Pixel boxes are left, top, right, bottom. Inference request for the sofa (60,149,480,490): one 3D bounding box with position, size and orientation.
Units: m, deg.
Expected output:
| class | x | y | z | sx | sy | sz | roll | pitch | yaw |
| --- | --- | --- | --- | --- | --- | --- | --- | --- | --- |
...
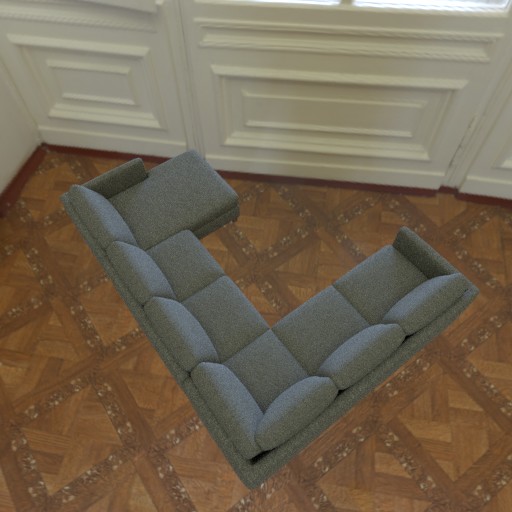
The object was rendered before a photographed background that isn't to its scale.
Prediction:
| class | x | y | z | sx | sy | sz | roll | pitch | yaw |
| --- | --- | --- | --- | --- | --- | --- | --- | --- | --- |
| sofa | 0.000 | 0.000 | 4.357 | 2.551 | 0.853 | 3.238 | -32 | 63 | -19 |
